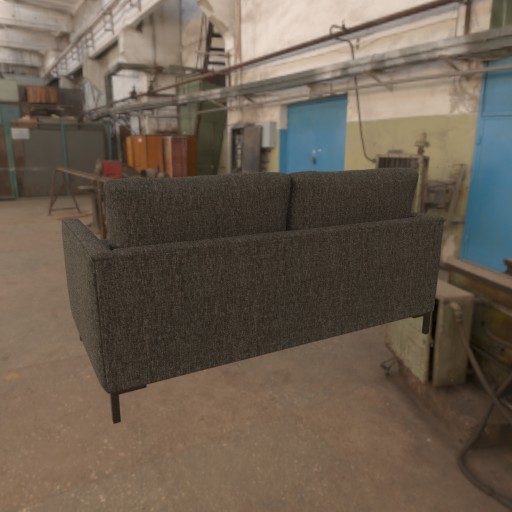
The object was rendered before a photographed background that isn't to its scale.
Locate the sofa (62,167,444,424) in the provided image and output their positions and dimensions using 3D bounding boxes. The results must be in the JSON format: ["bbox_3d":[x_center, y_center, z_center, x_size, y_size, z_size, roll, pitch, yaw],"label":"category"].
[{"bbox_3d":[0.000,0.000,2.221,1.716,0.862,0.866,-8,16,-28],"label":"sofa"}]
